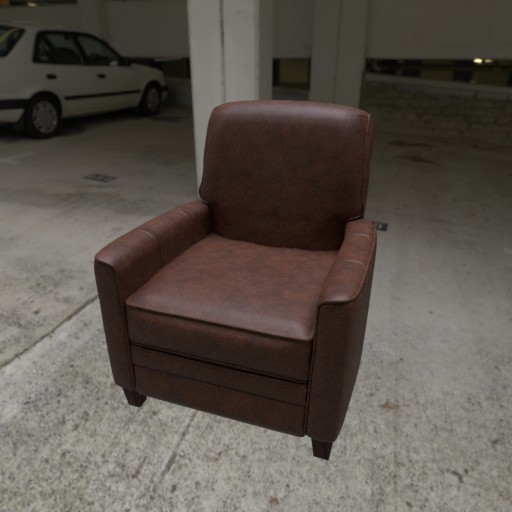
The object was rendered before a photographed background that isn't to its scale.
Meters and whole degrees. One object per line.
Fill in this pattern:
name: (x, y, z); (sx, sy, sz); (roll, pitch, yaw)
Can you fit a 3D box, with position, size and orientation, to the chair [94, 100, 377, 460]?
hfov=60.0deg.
chair: (0.000, 0.000, 1.622); (0.839, 1.010, 0.850); (8, 26, 17)
